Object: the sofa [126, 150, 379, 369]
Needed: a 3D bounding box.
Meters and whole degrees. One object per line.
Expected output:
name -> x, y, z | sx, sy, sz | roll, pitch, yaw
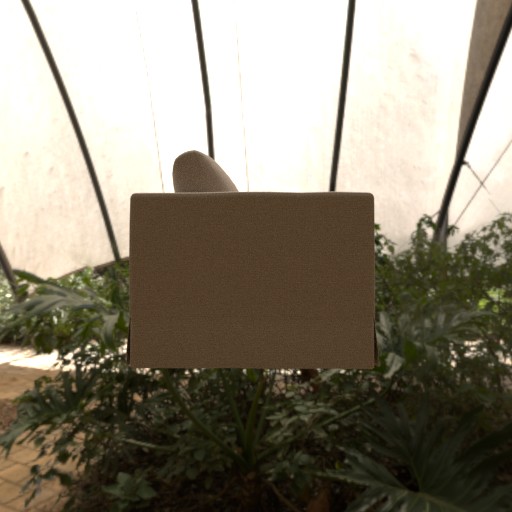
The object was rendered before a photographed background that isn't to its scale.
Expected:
sofa -> 0.000, 0.000, 2.731 | 0.954, 0.881, 2.163 | 0, -1, 1
